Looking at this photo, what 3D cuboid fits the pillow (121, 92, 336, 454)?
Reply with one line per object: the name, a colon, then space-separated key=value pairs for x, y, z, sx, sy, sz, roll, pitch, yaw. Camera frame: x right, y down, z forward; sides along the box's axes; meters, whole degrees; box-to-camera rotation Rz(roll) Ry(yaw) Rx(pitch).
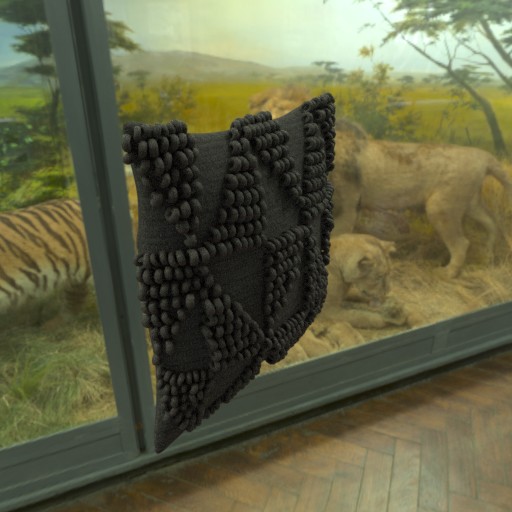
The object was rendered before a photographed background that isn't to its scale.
pillow: x=0.000 y=0.000 z=0.713 sx=0.172 sy=0.467 sz=0.470 roll=17 pitch=30 yaw=32
